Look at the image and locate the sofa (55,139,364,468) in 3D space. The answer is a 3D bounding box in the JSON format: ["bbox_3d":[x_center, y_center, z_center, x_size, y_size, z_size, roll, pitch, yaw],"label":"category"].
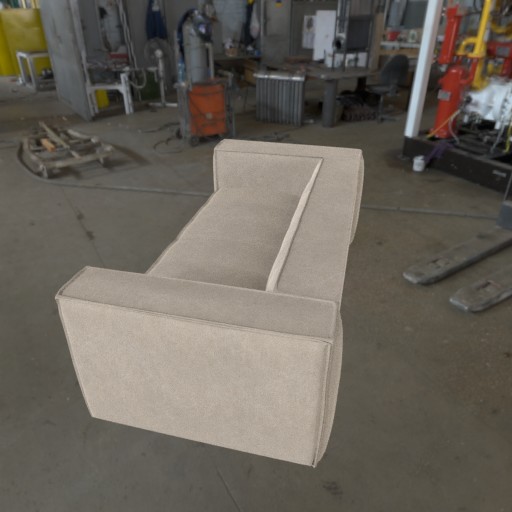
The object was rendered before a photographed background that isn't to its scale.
[{"bbox_3d":[0.000,0.000,2.417,1.038,0.680,1.995,7,32,12],"label":"sofa"}]
